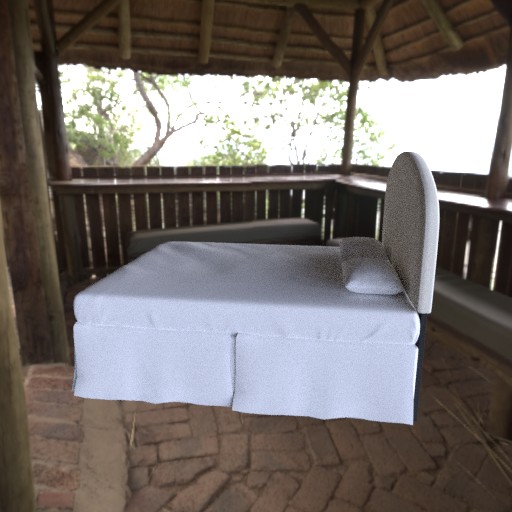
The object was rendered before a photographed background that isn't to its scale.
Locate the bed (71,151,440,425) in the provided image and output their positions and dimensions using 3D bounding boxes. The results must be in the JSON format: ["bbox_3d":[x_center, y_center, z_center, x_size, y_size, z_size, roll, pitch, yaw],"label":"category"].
[{"bbox_3d":[0.000,0.000,3.057,2.005,1.410,1.607,2,14,9],"label":"bed"}]
